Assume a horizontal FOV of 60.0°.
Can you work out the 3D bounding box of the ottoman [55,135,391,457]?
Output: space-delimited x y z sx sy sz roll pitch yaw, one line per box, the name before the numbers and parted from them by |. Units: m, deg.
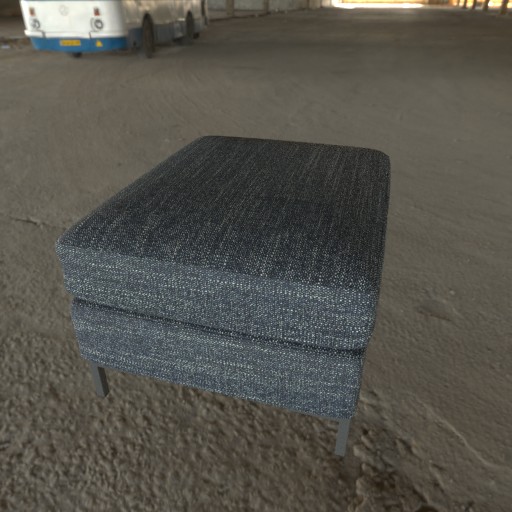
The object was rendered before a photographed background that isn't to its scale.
ottoman | 0.000 0.000 1.237 0.667 0.491 0.814 8 32 14
